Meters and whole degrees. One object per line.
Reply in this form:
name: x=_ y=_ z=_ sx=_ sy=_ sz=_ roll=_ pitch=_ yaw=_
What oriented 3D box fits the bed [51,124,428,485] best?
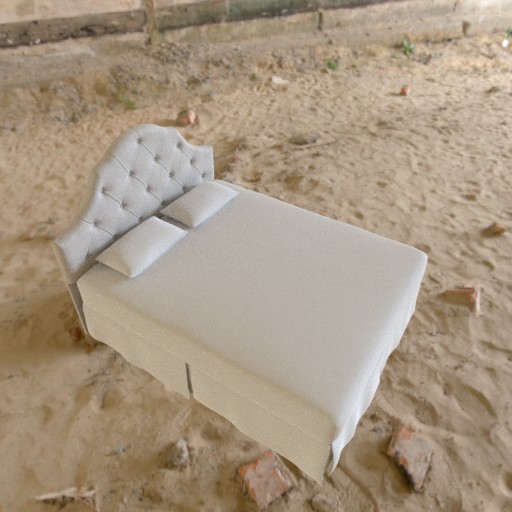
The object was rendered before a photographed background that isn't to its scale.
bed: x=0.000 y=0.000 z=3.661 sx=2.477 sy=1.617 sz=2.039 roll=23 pitch=46 yaw=24
